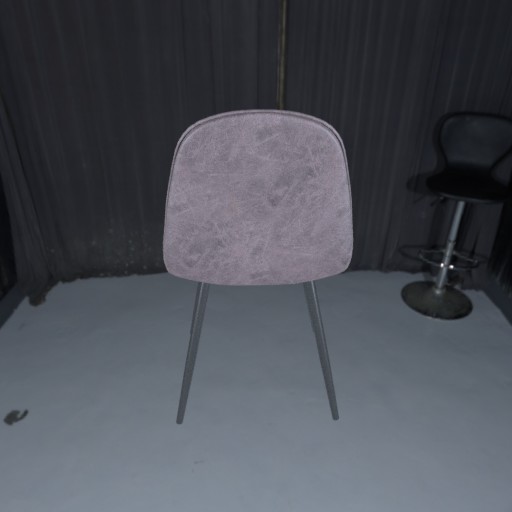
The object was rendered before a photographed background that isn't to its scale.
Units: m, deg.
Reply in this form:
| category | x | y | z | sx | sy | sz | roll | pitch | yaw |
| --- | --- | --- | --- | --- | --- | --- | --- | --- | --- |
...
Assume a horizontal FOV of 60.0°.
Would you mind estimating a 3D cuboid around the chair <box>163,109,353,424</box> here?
| category | x | y | z | sx | sy | sz | roll | pitch | yaw |
| --- | --- | --- | --- | --- | --- | --- | --- | --- | --- |
| chair | 0.000 | 0.000 | 1.232 | 0.472 | 0.889 | 0.561 | -1 | 29 | -2 |
